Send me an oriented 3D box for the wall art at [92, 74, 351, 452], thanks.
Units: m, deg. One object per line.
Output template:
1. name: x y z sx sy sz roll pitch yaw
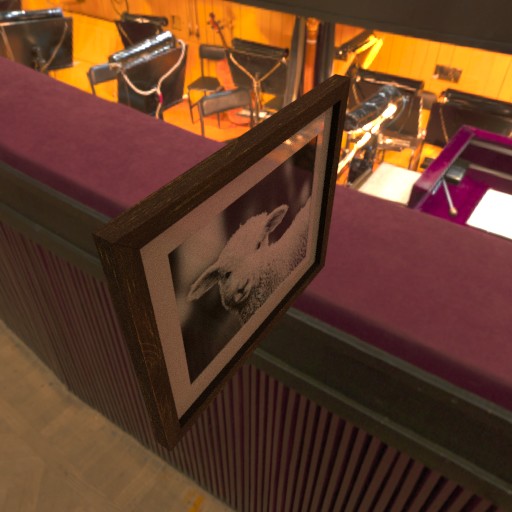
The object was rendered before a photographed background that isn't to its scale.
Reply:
1. wall art: 0.000 0.000 0.775 0.032 0.457 0.558 24 47 25
